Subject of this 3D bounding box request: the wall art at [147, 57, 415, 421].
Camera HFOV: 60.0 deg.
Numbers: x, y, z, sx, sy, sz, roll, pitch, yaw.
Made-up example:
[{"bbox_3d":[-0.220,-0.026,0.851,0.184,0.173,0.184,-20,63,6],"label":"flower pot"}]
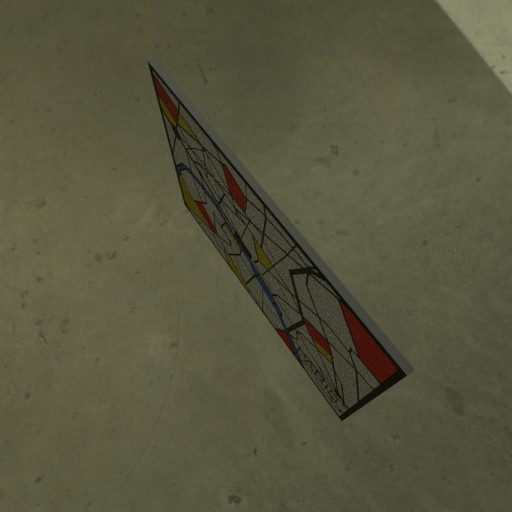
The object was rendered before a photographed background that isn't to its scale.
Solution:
[{"bbox_3d":[0.000,0.000,0.864,0.013,0.458,0.664,-31,67,-15],"label":"wall art"}]
